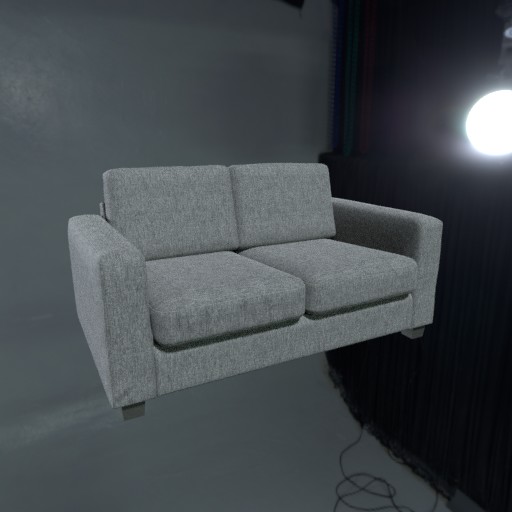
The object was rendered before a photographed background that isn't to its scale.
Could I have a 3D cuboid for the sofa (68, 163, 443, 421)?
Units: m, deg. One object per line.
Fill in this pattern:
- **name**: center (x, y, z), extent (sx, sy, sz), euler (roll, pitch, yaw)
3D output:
- **sofa**: center (0.000, 0.000, 2.045), extent (1.520, 0.800, 0.900), euler (-8, 17, -27)
